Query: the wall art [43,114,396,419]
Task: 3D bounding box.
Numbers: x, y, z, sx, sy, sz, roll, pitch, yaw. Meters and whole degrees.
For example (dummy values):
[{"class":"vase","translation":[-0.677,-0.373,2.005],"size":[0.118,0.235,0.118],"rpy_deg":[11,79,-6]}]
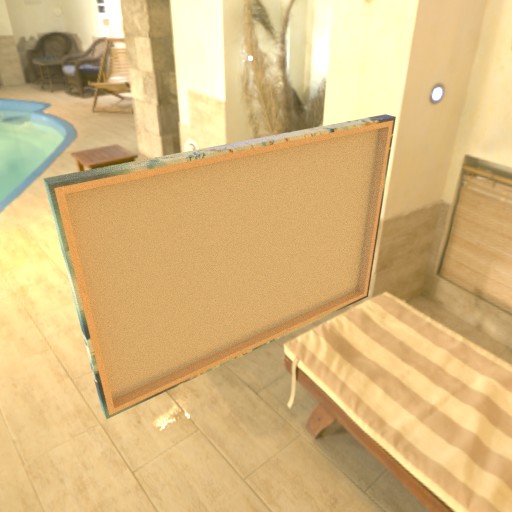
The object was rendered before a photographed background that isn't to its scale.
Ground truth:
[{"class":"wall art","translation":[0.000,0.000,1.168],"size":[0.912,0.608,0.038],"rpy_deg":[-19,35,-29]}]
